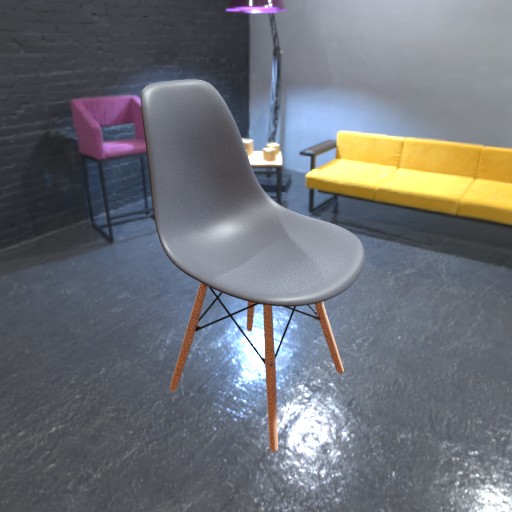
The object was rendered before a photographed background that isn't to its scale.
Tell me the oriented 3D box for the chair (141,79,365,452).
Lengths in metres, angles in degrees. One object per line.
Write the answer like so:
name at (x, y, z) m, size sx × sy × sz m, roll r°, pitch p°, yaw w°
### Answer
chair at (0.000, 0.000, 1.154) m, size 0.533 × 0.826 × 0.470 m, roll 18°, pitch 32°, yaw 33°
